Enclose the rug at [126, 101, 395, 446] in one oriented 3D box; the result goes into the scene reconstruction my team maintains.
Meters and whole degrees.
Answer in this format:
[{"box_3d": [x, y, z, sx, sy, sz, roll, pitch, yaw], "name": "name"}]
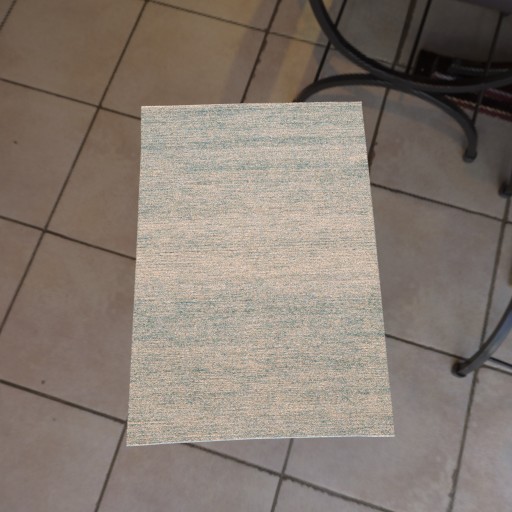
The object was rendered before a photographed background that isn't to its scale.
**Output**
[{"box_3d": [0.000, 0.000, 2.941, 1.613, 0.030, 2.306, -1, 75, 0], "name": "rug"}]
